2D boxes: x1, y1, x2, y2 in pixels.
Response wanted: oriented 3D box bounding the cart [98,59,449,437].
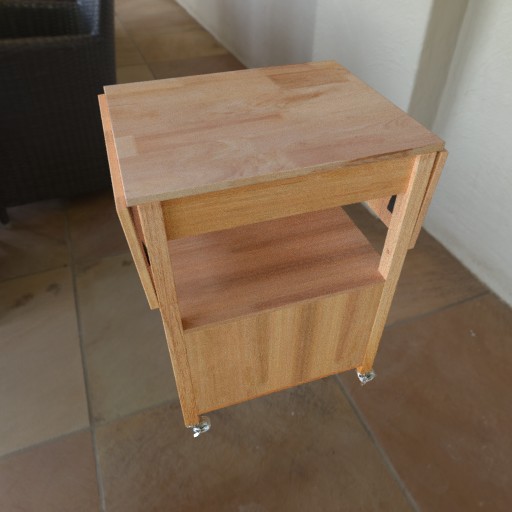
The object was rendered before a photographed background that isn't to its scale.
[{"bbox_3d":[0.000,0.000,1.237,0.640,0.838,0.508,-12,43,-13],"label":"cart"}]
